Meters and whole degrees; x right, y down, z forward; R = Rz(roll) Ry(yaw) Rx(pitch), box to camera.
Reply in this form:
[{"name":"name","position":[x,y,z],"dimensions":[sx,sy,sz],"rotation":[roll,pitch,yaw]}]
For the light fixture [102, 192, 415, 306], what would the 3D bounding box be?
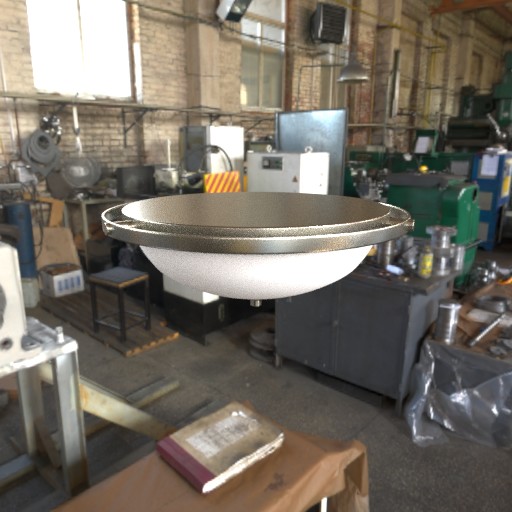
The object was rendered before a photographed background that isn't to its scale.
[{"name":"light fixture","position":[0.000,0.000,0.561],"dimensions":[0.361,0.130,0.361],"rotation":[0,14,0]}]
